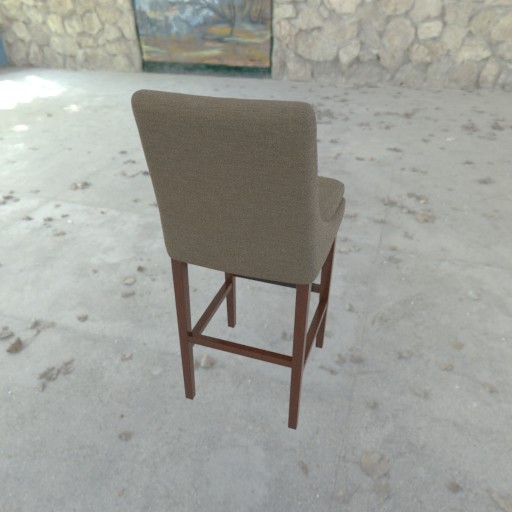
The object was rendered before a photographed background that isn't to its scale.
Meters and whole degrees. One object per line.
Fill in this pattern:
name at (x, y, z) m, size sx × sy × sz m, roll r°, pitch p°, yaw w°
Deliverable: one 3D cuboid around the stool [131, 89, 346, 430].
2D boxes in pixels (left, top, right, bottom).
stool at (0.000, 0.000, 1.412) m, size 0.470 × 1.078 × 0.577 m, roll 10°, pitch 33°, yaw 16°
